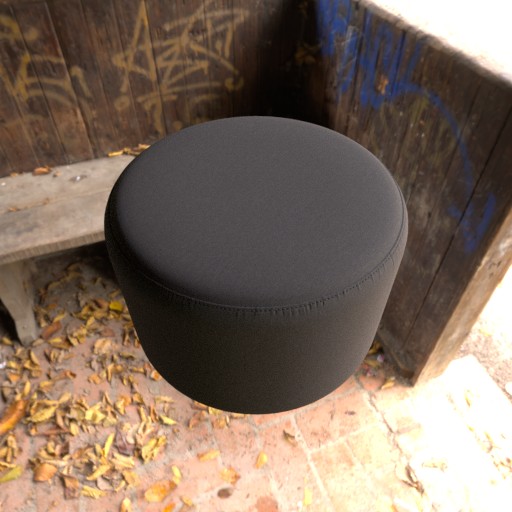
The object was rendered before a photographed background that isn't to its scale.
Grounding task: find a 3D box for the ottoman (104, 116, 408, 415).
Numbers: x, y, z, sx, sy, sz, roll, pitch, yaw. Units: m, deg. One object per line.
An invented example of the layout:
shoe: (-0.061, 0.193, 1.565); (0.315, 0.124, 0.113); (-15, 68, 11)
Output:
ottoman: (0.000, 0.000, 1.018); (0.608, 0.433, 0.608); (0, 47, 0)
